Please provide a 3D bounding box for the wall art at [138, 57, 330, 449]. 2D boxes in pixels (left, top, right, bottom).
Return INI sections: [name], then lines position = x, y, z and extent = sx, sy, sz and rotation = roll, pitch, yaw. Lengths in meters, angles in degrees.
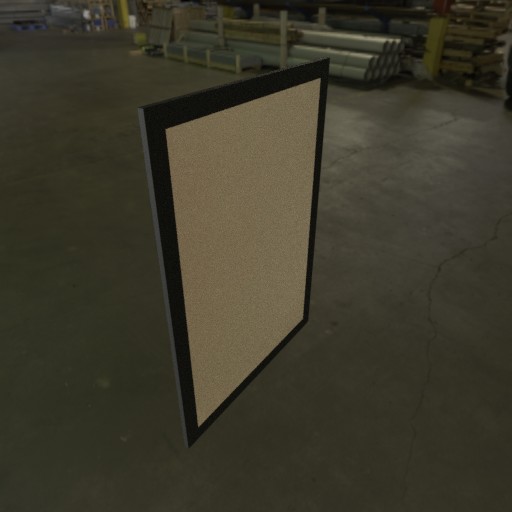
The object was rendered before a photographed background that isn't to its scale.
[wall art]
position = 0.000, 0.000, 0.695
extent = 0.008, 0.530, 0.379
rotation = 21, 38, 30
